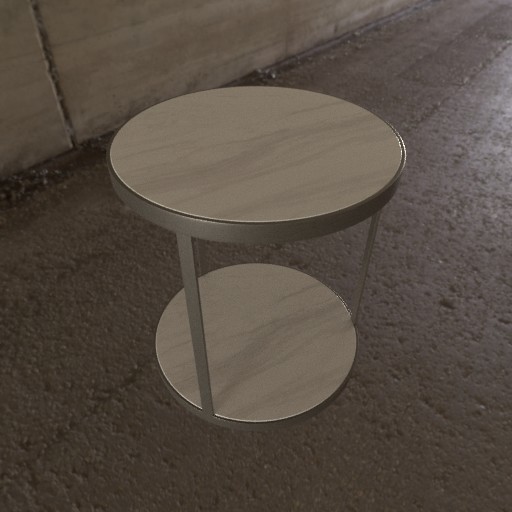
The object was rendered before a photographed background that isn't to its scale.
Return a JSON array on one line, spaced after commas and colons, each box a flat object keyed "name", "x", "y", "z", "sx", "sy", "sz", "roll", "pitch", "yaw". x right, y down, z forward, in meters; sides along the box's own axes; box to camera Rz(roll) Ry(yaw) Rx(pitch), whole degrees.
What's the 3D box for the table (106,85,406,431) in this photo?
[{"name": "table", "x": 0.000, "y": 0.000, "z": 0.835, "sx": 0.445, "sy": 0.479, "sz": 0.445, "roll": 0, "pitch": 41, "yaw": 0}]
